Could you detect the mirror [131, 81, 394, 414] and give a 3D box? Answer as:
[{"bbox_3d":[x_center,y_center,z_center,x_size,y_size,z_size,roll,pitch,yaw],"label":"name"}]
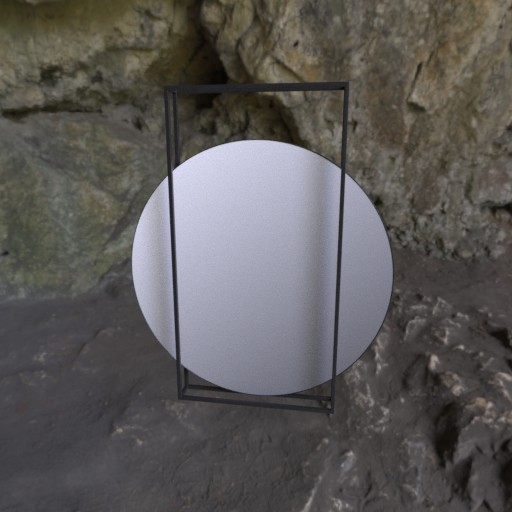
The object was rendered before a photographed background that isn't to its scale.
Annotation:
[{"bbox_3d":[0.000,0.000,0.834,0.508,0.603,0.051,2,14,9],"label":"mirror"}]
